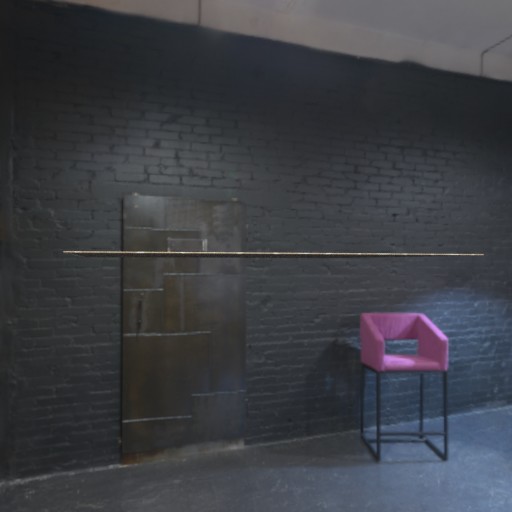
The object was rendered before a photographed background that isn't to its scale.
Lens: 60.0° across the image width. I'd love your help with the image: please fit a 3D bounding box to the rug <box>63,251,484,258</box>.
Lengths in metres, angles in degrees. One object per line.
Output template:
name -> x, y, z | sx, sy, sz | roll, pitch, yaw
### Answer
rug -> 0.000, 0.000, 4.459 | 3.353, 0.010, 2.438 | 0, -1, -18
